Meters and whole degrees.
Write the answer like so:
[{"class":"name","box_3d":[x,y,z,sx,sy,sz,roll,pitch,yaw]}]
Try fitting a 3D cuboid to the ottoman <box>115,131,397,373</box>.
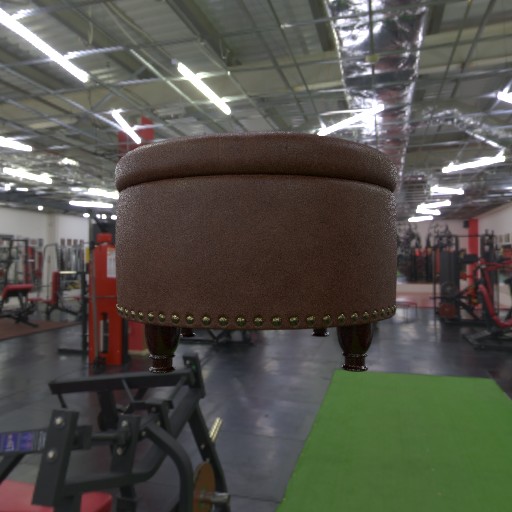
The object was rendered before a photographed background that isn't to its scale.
[{"class":"ottoman","box_3d":[0.000,0.000,1.048,0.637,0.442,0.637,0,0,0]}]
